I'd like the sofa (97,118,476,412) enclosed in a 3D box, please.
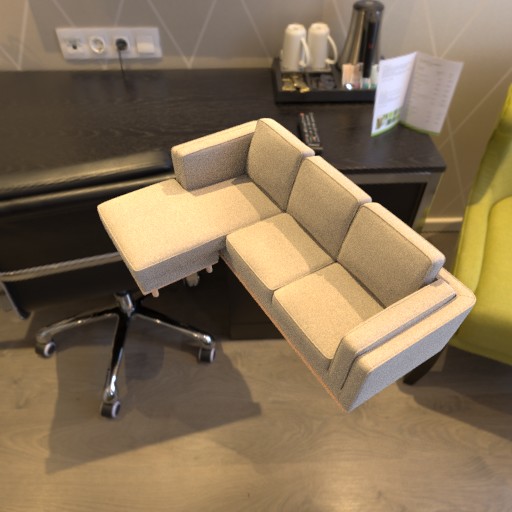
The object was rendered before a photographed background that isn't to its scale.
[{"bbox_3d":[0.000,0.000,3.169,1.604,0.929,2.411,-25,51,-21],"label":"sofa"}]
